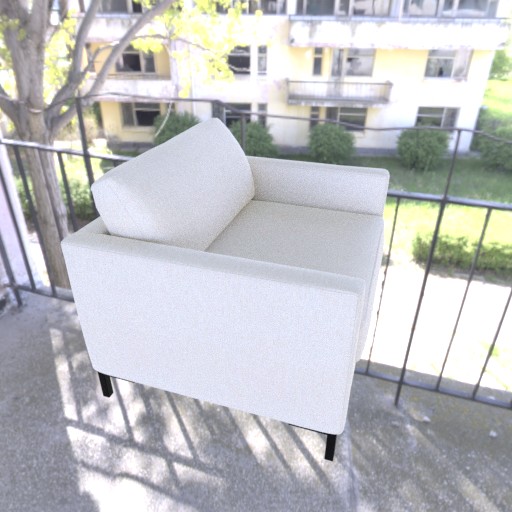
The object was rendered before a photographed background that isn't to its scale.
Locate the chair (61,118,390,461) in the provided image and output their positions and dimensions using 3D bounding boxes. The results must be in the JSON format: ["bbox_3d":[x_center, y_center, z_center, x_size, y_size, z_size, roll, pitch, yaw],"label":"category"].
[{"bbox_3d":[0.000,0.000,1.619,0.875,0.806,0.964,9,31,16],"label":"chair"}]
